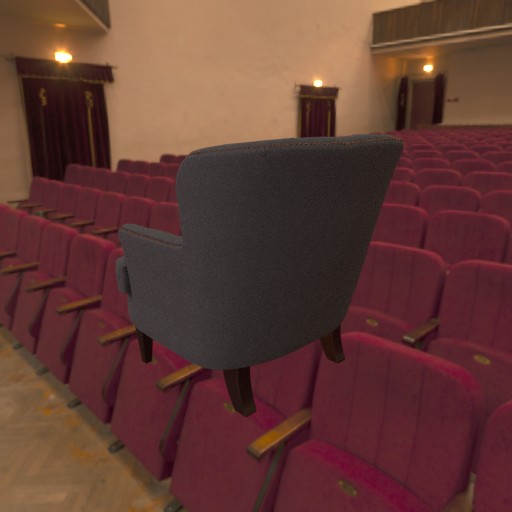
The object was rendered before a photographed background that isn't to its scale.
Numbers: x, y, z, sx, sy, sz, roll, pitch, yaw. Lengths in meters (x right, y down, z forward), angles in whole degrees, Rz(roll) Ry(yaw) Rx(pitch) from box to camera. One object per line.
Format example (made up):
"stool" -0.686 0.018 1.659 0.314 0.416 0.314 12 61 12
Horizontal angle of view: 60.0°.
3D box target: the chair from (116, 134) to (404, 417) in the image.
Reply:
"chair" 0.000 0.000 1.626 0.848 0.868 0.906 -15 21 -42
